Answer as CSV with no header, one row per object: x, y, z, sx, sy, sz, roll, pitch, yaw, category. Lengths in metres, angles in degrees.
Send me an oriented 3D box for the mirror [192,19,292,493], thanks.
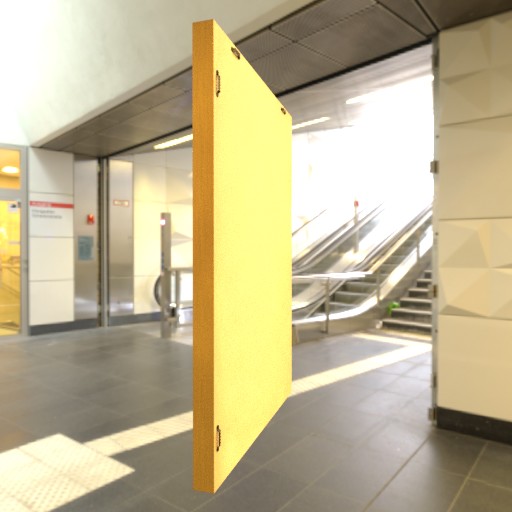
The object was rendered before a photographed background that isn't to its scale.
0.000,0.000,0.909,0.040,0.710,0.507,0,1,18,mirror
